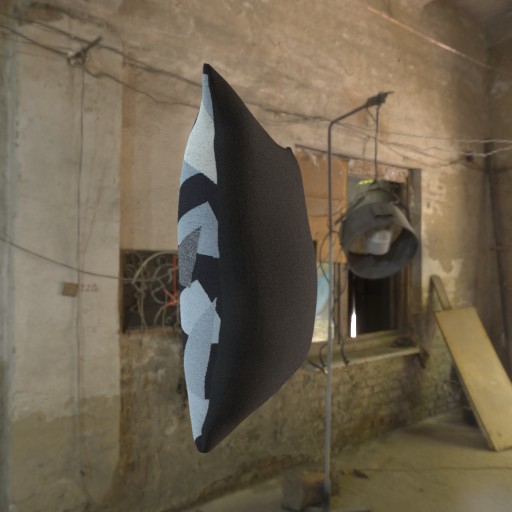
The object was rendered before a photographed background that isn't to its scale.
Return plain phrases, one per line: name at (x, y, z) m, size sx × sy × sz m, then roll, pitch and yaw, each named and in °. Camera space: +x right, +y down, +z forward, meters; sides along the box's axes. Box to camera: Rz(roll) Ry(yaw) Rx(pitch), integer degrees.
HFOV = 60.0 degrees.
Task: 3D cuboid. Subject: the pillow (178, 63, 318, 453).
pillow at (0.000, 0.000, 0.789) m, size 0.208 × 0.496 × 0.503 m, roll 0°, pitch 0°, yaw 17°
